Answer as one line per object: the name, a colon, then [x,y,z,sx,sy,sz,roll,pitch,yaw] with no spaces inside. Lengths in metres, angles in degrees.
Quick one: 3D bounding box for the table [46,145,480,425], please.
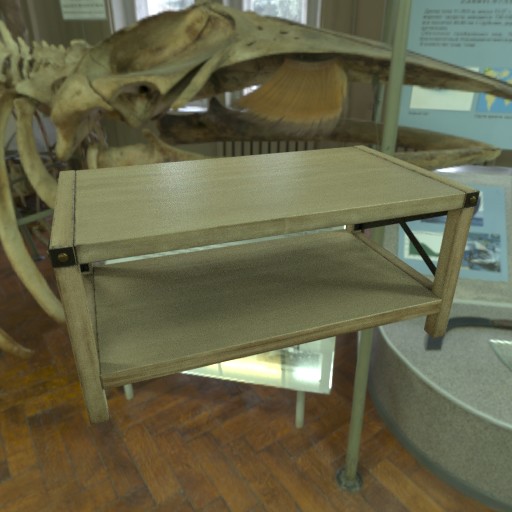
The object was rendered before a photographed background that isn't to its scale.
table: [0.000,0.000,1.290,1.016,0.456,0.559,-9,28,-18]
